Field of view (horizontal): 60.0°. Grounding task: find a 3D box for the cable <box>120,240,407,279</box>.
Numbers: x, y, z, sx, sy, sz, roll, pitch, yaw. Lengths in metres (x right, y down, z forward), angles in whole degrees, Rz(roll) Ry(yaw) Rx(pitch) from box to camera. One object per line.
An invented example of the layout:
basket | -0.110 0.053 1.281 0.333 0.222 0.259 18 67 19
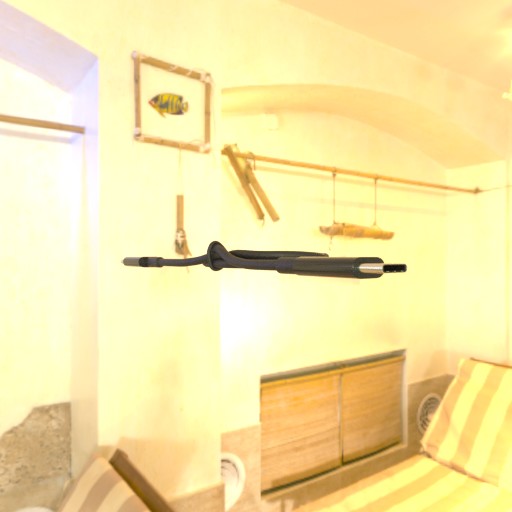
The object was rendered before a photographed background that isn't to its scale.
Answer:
cable | 0.000 0.000 0.218 0.070 0.014 0.203 0 0 -36
